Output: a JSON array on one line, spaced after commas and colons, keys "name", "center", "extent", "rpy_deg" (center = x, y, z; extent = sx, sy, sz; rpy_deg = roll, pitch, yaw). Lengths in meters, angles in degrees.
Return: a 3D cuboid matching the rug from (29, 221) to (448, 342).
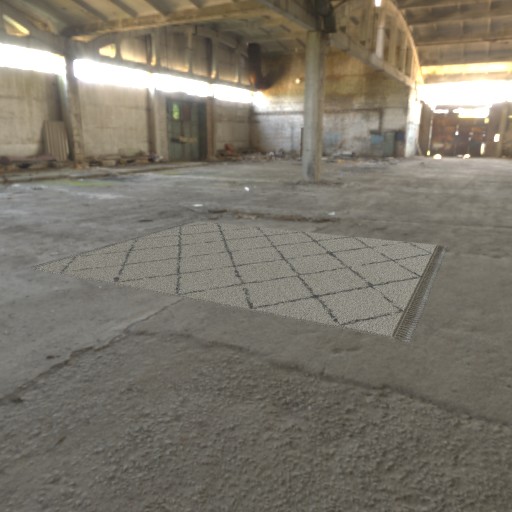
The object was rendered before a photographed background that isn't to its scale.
[{"name": "rug", "center": [0.000, 0.000, 4.025], "extent": [3.051, 0.013, 2.380], "rpy_deg": [7, 17, 26]}]
